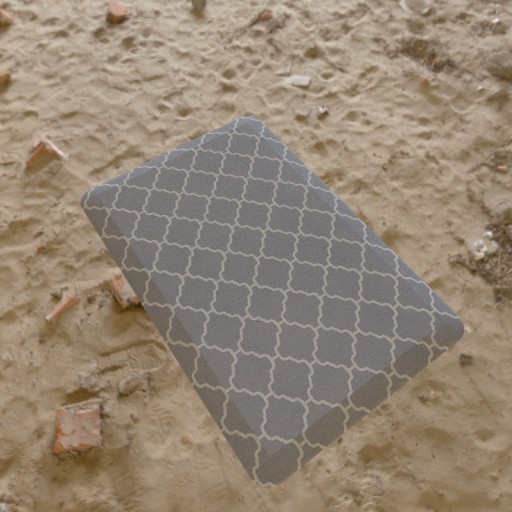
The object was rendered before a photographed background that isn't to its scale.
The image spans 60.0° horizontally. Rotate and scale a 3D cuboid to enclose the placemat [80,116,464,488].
[{"bbox_3d":[0.000,0.000,0.954,0.508,0.021,0.762,-31,64,-17],"label":"placemat"}]
